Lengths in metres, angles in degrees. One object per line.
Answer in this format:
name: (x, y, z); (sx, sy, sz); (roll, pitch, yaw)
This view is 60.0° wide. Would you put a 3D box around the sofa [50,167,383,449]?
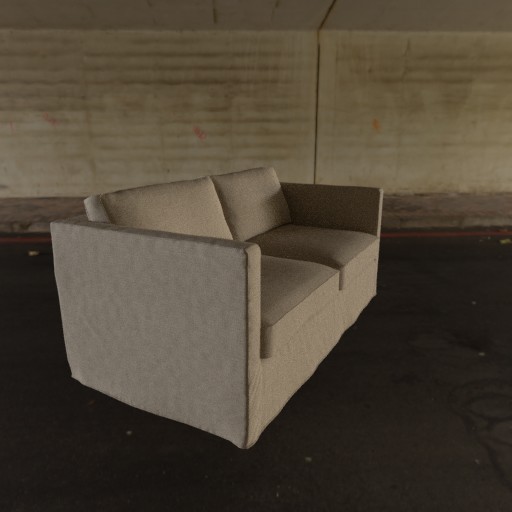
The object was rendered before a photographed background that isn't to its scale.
sofa: (0.000, 0.000, 2.351); (0.956, 0.828, 1.766); (8, 18, 28)
